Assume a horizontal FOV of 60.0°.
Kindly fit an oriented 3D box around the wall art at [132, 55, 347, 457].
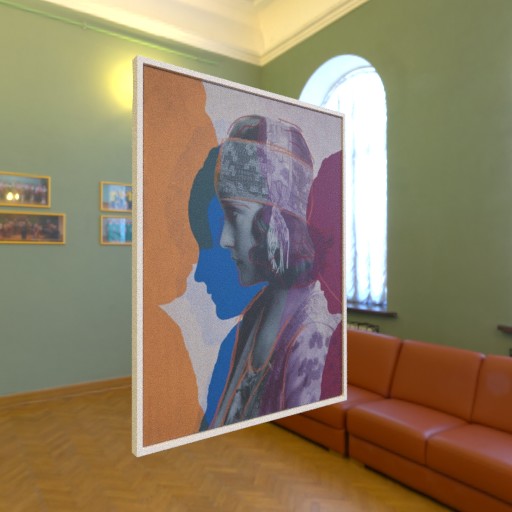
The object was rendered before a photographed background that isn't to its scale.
[{"bbox_3d":[0.000,0.000,1.405,0.795,1.050,0.039,0,0,-36],"label":"wall art"}]
